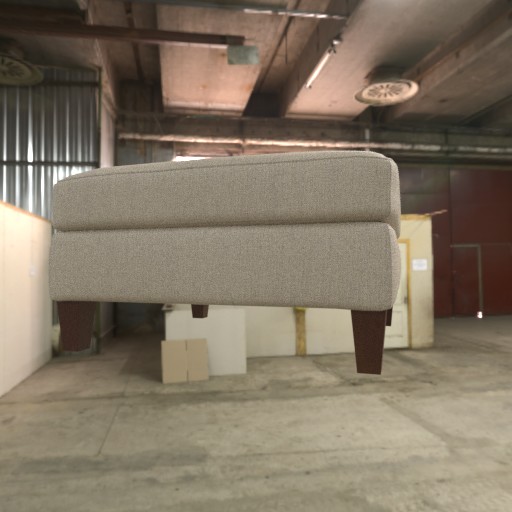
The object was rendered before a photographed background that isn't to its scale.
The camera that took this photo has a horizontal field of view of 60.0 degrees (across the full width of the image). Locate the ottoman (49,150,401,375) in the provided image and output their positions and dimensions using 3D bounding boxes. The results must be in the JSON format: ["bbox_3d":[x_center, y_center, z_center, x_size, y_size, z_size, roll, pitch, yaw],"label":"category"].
[{"bbox_3d":[0.000,0.000,1.351,0.838,0.481,0.838,0,-1,18],"label":"ottoman"}]
